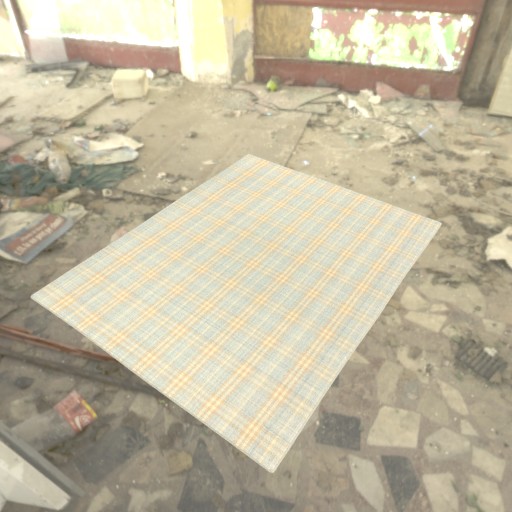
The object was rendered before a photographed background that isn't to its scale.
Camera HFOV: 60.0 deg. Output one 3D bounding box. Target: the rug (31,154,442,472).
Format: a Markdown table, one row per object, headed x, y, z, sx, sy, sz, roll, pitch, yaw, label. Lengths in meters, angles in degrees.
| x | y | z | sx | sy | sz | roll | pitch | yaw | label |
| --- | --- | --- | --- | --- | --- | --- | --- | --- | --- |
| 0.000 | 0.000 | 4.096 | 2.462 | 0.030 | 3.066 | 25 | 47 | 26 | rug |
